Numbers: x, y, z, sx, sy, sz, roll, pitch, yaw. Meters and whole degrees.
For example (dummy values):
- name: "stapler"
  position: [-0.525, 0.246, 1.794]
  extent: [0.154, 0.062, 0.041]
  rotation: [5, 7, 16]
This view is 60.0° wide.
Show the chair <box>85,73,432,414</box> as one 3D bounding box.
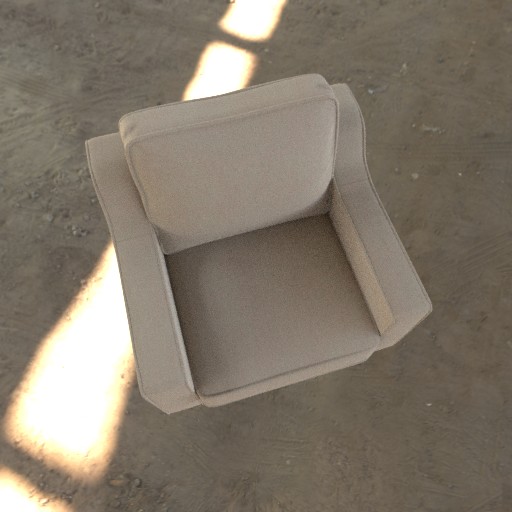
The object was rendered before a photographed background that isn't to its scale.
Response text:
- name: "chair"
  position: [0.000, 0.000, 1.599]
  extent: [0.922, 0.948, 0.882]
  rotation: [-15, 65, -7]
